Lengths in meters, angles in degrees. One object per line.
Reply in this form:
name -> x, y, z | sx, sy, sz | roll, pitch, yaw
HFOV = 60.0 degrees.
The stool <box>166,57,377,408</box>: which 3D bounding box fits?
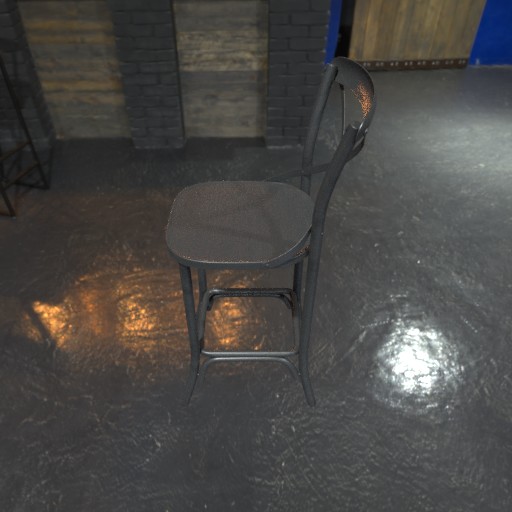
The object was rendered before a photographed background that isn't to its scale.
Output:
stool -> 0.000, 0.000, 1.476 | 0.584, 1.168, 0.457 | 0, 41, 0
